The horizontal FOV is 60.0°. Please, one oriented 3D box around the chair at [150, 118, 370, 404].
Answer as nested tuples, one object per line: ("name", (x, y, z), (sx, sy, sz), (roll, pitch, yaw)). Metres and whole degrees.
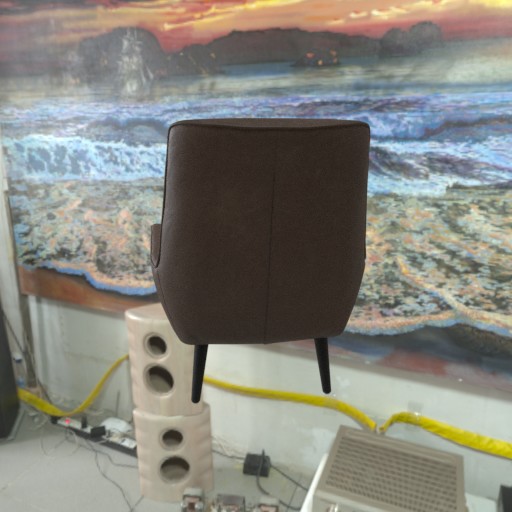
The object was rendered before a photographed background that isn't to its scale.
("chair", (0.000, 0.000, 1.532), (0.787, 0.888, 0.824), (-2, 15, -7))
